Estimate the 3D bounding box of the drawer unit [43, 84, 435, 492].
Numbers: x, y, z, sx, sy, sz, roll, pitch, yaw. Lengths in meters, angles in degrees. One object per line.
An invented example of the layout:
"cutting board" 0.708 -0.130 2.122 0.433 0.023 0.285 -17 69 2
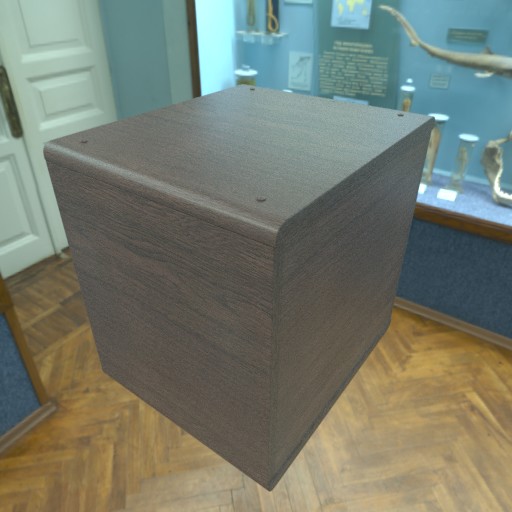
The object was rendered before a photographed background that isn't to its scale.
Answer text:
"drawer unit" 0.000 0.000 0.586 0.290 0.344 0.344 22 39 30
